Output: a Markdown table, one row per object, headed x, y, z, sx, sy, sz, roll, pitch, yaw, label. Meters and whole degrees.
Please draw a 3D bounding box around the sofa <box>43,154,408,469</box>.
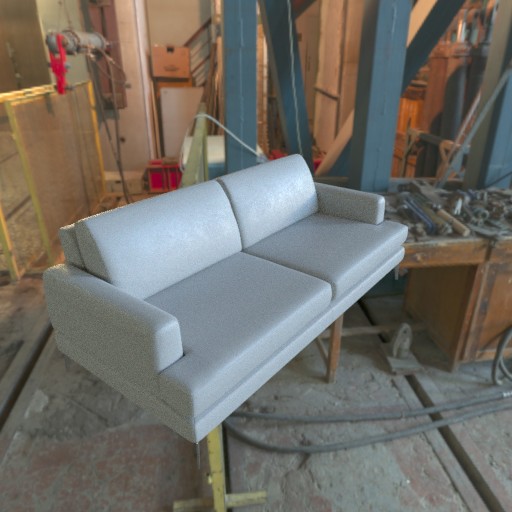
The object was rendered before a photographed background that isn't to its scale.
| x | y | z | sx | sy | sz | roll | pitch | yaw | label |
| --- | --- | --- | --- | --- | --- | --- | --- | --- | --- |
| 0.000 | 0.000 | 2.389 | 0.974 | 0.765 | 1.940 | 18 | 31 | 34 | sofa |
